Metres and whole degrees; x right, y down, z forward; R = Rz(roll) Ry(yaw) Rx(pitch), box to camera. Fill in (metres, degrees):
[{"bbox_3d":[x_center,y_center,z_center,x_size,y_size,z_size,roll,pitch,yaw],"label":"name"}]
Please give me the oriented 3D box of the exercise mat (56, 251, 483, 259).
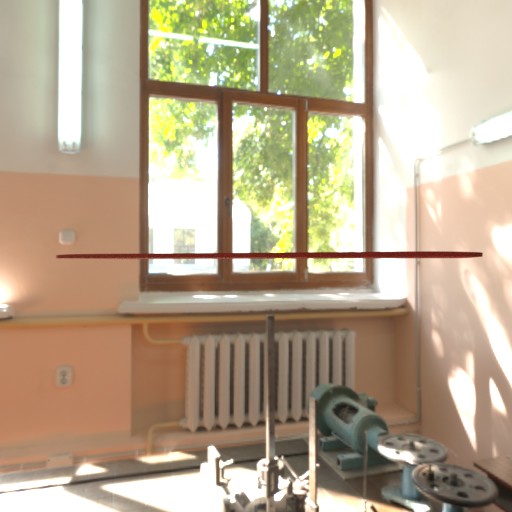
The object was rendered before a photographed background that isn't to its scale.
[{"bbox_3d":[0.000,0.000,2.097,1.869,0.021,0.616,0,-1,19],"label":"exercise mat"}]
